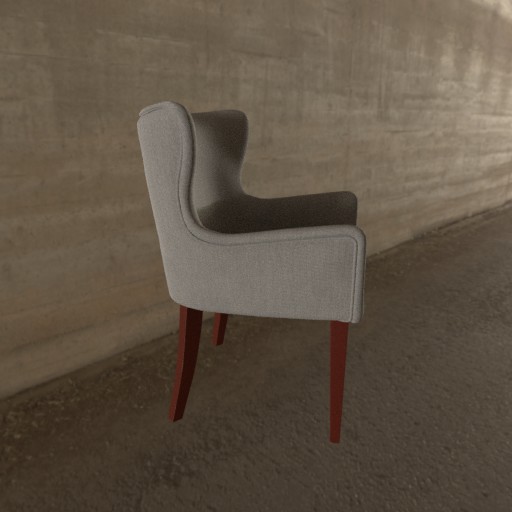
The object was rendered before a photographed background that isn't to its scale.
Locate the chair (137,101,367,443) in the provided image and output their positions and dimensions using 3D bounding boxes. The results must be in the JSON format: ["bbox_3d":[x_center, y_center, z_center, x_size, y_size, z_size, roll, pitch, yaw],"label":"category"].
[{"bbox_3d":[0.000,0.000,1.472,0.677,0.948,0.732,3,17,10],"label":"chair"}]
